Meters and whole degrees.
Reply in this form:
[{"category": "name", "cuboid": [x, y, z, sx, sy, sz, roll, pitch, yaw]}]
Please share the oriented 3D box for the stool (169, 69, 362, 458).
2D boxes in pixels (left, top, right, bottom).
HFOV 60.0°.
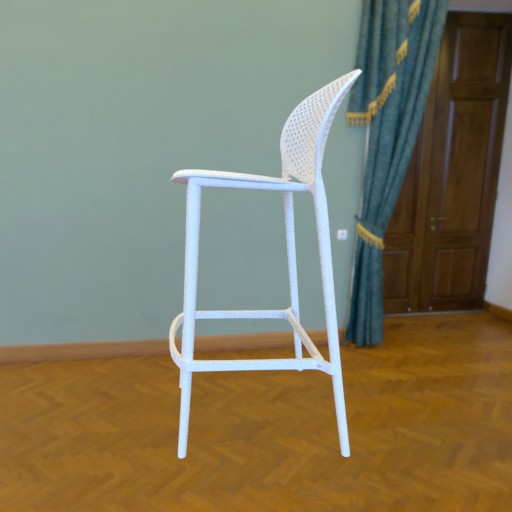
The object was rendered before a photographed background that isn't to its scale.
[{"category": "stool", "cuboid": [0.000, 0.000, 1.343, 0.535, 1.045, 0.536, -2, 13, -9]}]
